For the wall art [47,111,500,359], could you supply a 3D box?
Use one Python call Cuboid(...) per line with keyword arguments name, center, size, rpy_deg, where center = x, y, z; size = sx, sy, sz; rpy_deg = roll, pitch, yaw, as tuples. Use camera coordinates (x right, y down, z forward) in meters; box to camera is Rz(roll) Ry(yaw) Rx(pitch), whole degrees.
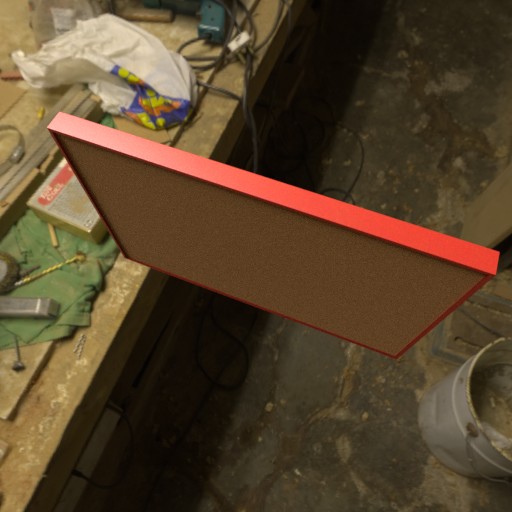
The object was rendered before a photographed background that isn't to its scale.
Cuboid(name="wall art", center=(0.000, 0.000, 0.747), size=(0.607, 0.405, 0.033), rpy_deg=(19, 65, 9))
